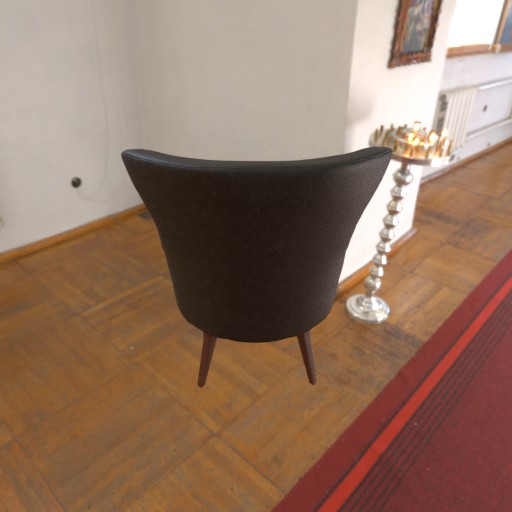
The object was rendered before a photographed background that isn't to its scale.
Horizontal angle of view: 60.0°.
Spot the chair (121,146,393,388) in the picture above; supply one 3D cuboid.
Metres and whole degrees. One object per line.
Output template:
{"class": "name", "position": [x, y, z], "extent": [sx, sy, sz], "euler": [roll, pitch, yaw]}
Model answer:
{"class": "chair", "position": [0.000, 0.000, 1.746], "extent": [0.819, 1.068, 0.954], "euler": [-1, 31, -2]}
